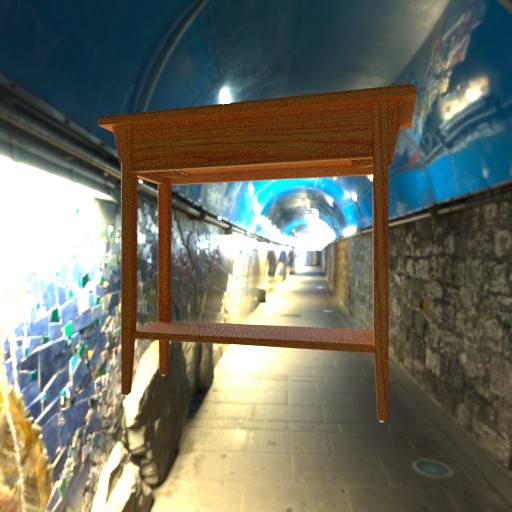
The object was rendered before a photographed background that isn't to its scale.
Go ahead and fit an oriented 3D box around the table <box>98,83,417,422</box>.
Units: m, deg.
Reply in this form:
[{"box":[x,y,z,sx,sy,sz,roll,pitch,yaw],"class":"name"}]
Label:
[{"box":[0.000,0.000,1.137,0.762,0.711,0.254,0,0,17],"class":"table"}]
